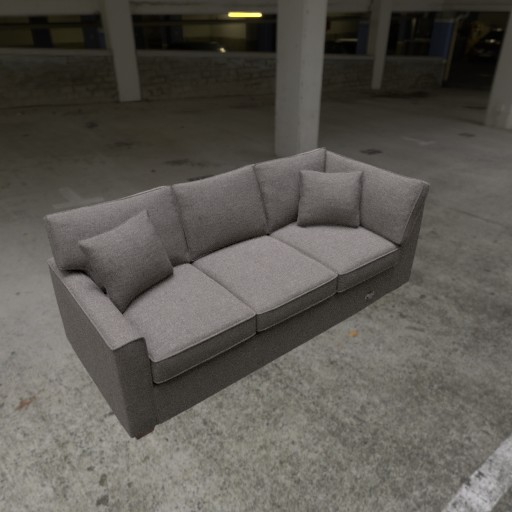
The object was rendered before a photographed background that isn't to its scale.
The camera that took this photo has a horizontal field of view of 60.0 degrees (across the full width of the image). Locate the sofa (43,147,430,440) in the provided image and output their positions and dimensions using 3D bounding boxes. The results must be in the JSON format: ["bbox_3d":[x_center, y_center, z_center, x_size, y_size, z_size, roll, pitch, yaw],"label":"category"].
[{"bbox_3d":[0.000,0.000,2.914,2.317,0.962,1.061,-21,36,-33],"label":"sofa"}]
